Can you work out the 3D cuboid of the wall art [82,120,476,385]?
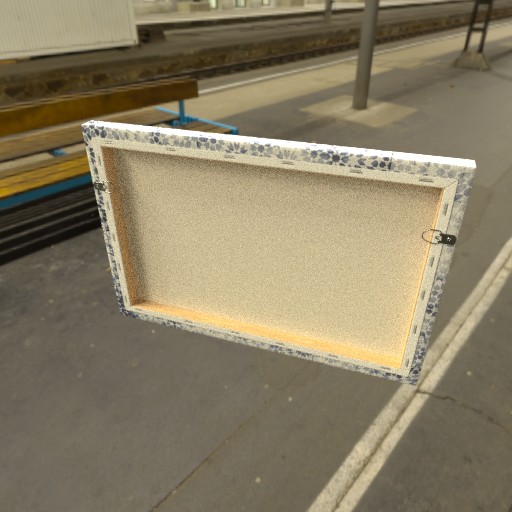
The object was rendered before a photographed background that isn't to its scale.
[{"bbox_3d":[0.000,0.000,0.769,0.608,0.406,0.030,10,33,16],"label":"wall art"}]
